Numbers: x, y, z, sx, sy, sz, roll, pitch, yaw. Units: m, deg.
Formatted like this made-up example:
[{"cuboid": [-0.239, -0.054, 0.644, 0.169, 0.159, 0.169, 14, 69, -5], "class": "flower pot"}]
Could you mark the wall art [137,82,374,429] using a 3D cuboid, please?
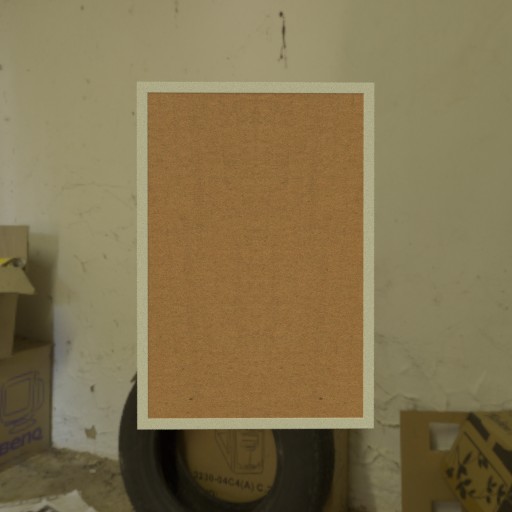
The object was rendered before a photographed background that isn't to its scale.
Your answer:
[{"cuboid": [0.000, 0.000, 1.242, 0.660, 0.965, 0.015, 0, 0, -1], "class": "wall art"}]
